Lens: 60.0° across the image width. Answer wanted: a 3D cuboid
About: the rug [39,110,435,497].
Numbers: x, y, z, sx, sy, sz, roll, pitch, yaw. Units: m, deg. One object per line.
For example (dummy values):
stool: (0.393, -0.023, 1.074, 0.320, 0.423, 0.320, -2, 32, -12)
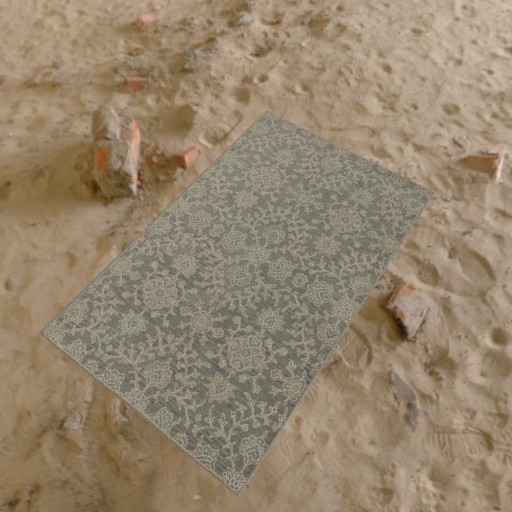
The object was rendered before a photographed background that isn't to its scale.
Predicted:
rug: (0.000, 0.000, 2.986, 1.515, 0.010, 2.430, 31, 64, 18)
